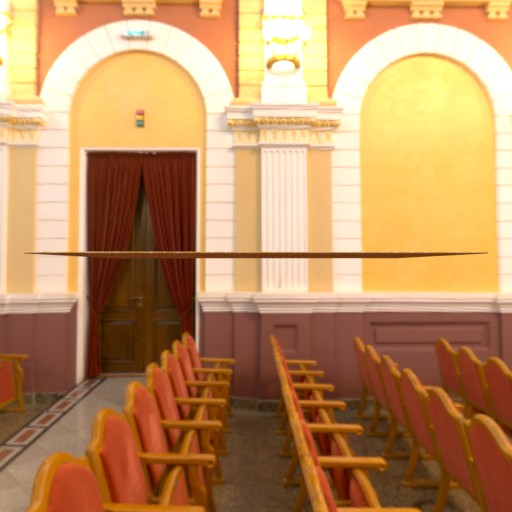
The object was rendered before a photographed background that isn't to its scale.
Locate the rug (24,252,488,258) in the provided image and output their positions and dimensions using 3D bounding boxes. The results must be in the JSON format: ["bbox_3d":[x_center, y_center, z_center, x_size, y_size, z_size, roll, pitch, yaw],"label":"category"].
[{"bbox_3d":[0.000,0.000,3.055,2.424,0.010,1.511,0,-1,0],"label":"rug"}]
